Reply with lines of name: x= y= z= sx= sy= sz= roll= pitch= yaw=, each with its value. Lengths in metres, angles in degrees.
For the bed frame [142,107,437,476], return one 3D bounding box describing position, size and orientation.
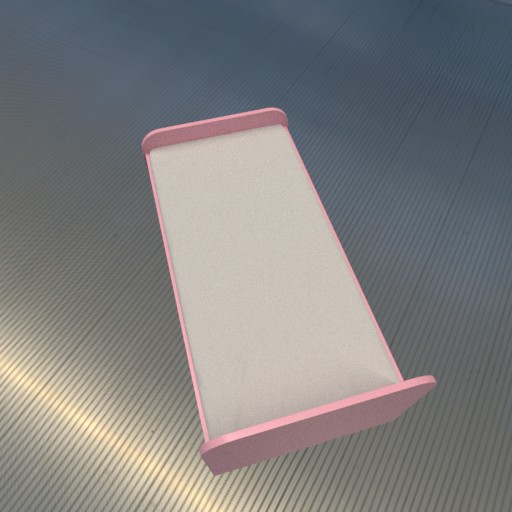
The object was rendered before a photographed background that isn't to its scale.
bed frame: x=0.000 y=0.000 z=2.505 sx=0.998 sy=0.805 sz=1.963 roll=-14 pitch=59 yaw=-8
